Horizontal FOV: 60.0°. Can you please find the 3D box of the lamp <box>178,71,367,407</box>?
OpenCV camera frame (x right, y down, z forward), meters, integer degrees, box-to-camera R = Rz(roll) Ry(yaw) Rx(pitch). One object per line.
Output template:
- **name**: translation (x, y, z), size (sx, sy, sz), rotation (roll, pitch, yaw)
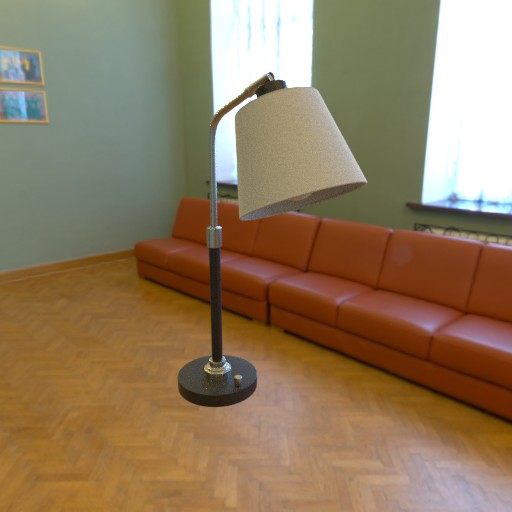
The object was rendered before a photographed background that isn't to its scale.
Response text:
- **lamp**: translation (0.000, 0.000, 0.700), size (0.348, 0.539, 0.181), rotation (14, 20, 42)
